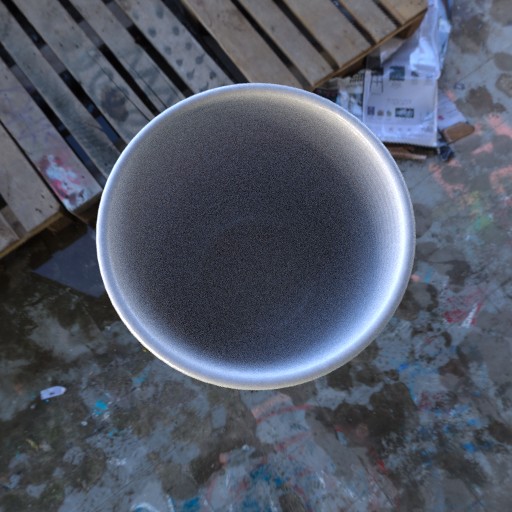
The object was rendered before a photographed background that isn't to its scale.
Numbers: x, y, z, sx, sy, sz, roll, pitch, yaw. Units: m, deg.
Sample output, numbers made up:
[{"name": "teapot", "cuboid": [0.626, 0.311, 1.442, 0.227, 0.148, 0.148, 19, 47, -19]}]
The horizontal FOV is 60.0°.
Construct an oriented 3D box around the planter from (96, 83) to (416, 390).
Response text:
[{"name": "planter", "cuboid": [0.000, 0.000, 0.307, 0.170, 0.152, 0.170, 0, 77, 0]}]
